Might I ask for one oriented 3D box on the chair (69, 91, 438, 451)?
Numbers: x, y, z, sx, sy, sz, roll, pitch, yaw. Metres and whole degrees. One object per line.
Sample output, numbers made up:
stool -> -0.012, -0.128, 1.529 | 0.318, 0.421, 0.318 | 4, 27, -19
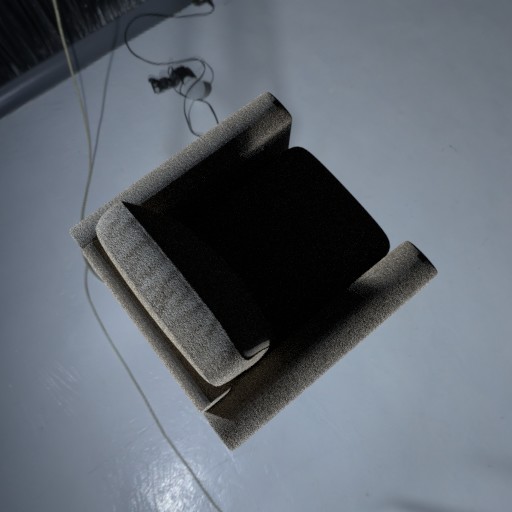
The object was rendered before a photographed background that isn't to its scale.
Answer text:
chair -> 0.000, 0.000, 1.762 | 1.016, 0.873, 1.005 | -38, 78, -10
